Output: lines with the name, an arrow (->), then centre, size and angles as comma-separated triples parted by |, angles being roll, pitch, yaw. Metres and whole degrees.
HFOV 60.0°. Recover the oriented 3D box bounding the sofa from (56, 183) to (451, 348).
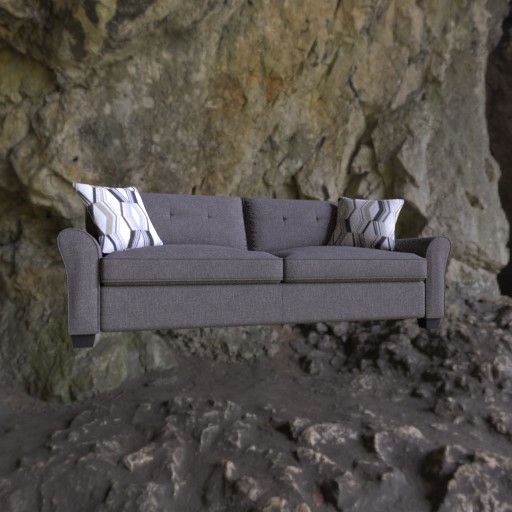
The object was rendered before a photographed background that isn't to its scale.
sofa -> 0.000, 0.000, 2.573 | 2.032, 0.813, 0.889 | 0, -1, -18
